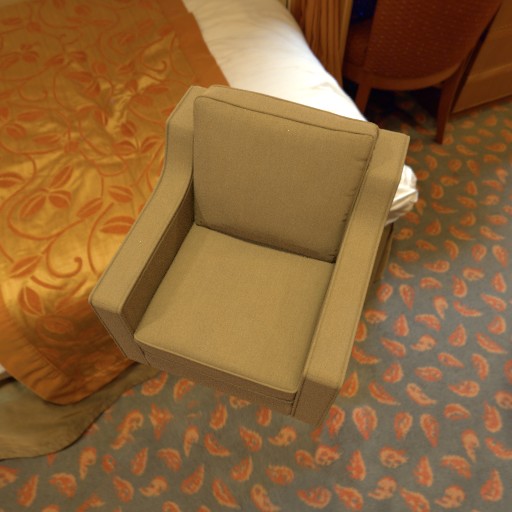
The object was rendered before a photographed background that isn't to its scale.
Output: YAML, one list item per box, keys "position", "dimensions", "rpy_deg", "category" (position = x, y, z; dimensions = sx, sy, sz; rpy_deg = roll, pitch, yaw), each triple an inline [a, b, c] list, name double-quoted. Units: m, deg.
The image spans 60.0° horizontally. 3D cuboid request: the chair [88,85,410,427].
- position: [0.000, 0.000, 1.682]
  dimensions: [0.831, 0.960, 0.909]
  rpy_deg: [17, 59, 10]
  category: "chair"
